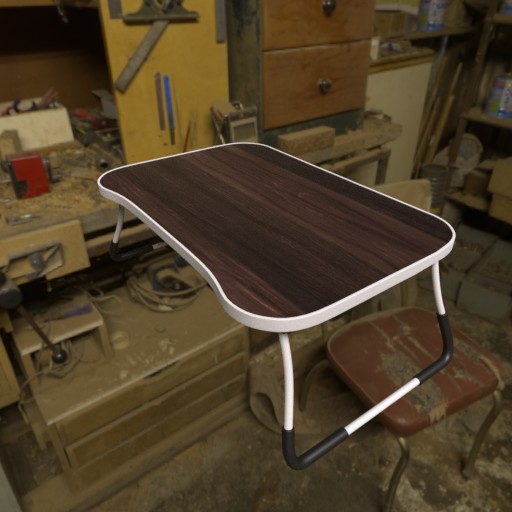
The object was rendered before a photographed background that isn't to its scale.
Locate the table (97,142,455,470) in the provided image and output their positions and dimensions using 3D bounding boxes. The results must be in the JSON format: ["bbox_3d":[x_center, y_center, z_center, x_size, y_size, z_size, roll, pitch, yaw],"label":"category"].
[{"bbox_3d":[0.000,0.000,0.836,0.400,0.232,0.660,-21,37,-30],"label":"table"}]
